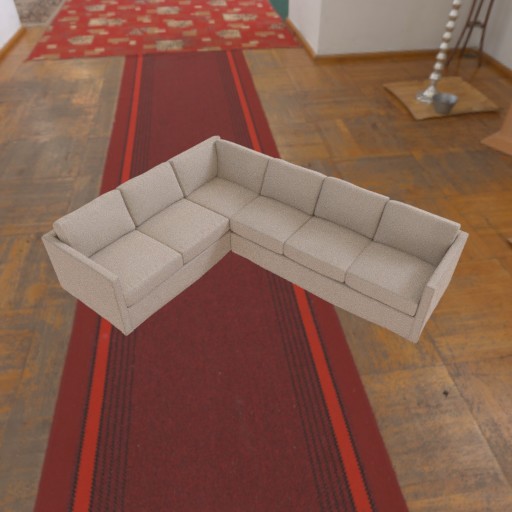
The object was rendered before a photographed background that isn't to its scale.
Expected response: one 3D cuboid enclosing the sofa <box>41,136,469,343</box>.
[{"bbox_3d":[0.000,0.000,4.272,3.182,0.871,2.432,26,47,27],"label":"sofa"}]
